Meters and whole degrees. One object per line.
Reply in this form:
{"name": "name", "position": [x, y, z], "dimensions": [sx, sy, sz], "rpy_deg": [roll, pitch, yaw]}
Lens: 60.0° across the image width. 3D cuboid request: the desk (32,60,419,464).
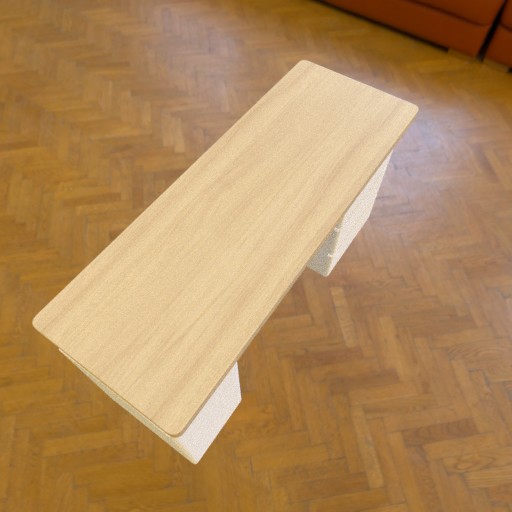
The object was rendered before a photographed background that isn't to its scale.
{"name": "desk", "position": [0.000, 0.000, 1.833], "dimensions": [0.550, 0.755, 1.500], "rpy_deg": [31, 63, 17]}
